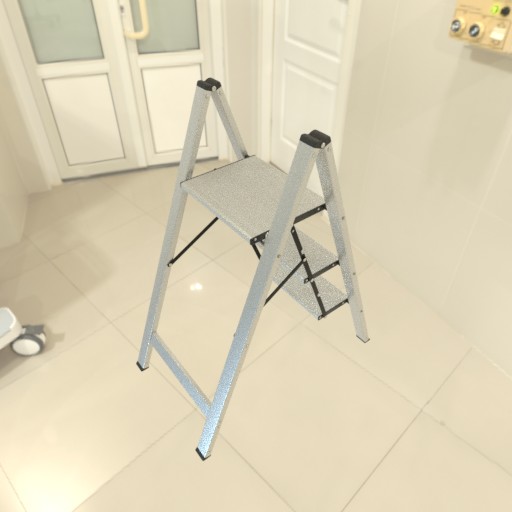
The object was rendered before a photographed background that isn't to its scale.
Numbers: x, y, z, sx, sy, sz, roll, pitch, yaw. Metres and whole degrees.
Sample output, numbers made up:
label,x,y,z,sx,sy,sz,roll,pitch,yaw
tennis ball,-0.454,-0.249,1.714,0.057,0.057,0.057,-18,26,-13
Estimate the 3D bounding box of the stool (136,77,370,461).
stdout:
label,x,y,z,sx,sy,sz,roll,pitch,yaw
stool,0.000,0.000,1.299,0.730,0.902,0.441,-27,47,-28
